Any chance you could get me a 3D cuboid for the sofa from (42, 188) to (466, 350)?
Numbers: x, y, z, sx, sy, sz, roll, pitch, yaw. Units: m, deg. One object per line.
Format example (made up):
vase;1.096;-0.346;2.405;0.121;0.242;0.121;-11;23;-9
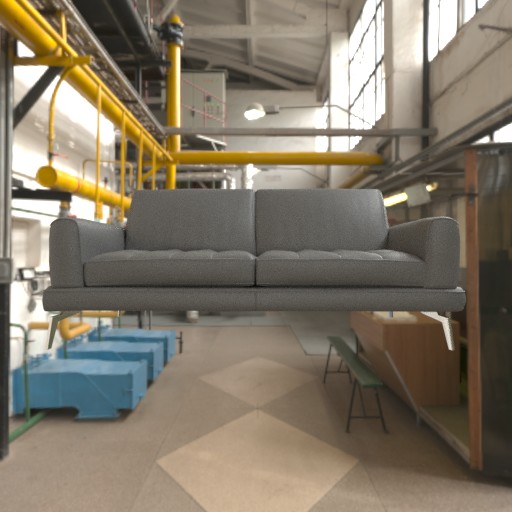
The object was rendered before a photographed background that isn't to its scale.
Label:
sofa;0.000;0.000;2.755;2.177;0.930;1.121;0;1;1
